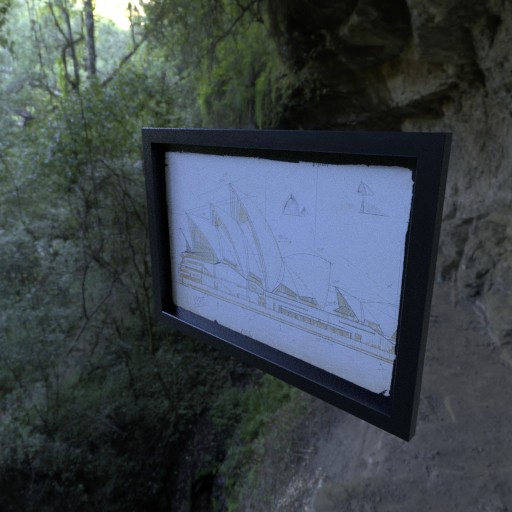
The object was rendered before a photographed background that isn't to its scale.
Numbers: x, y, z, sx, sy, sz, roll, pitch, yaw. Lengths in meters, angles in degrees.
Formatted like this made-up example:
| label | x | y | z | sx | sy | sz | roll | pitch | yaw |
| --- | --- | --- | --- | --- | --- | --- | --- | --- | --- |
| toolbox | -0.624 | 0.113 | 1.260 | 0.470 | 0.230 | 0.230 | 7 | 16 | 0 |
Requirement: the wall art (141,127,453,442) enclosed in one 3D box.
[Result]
| label | x | y | z | sx | sy | sz | roll | pitch | yaw |
| --- | --- | --- | --- | --- | --- | --- | --- | --- | --- |
| wall art | 0.000 | 0.000 | 0.834 | 0.657 | 0.458 | 0.027 | 15 | 22 | 40 |
